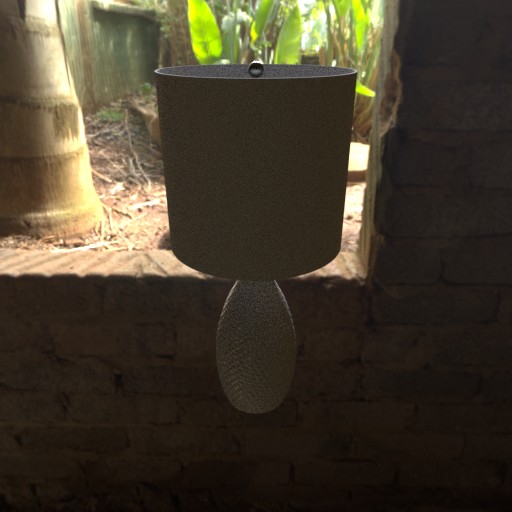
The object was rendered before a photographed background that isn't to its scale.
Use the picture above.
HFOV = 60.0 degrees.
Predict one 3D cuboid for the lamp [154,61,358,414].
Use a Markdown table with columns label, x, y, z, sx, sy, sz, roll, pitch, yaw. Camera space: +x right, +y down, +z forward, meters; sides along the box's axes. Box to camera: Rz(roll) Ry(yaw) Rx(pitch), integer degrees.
| label | x | y | z | sx | sy | sz | roll | pitch | yaw |
| --- | --- | --- | --- | --- | --- | --- | --- | --- | --- |
| lamp | 0.000 | 0.000 | 0.578 | 0.214 | 0.466 | 0.214 | -16 | 31 | -30 |
